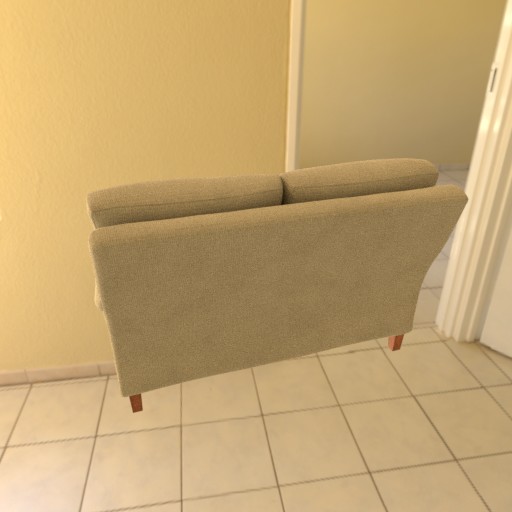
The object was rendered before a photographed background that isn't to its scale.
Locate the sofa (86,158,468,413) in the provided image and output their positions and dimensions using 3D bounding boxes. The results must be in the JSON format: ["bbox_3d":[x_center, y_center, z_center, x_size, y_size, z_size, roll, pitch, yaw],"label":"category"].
[{"bbox_3d":[0.000,0.000,2.166,1.480,0.999,1.087,-9,28,-16],"label":"sofa"}]
